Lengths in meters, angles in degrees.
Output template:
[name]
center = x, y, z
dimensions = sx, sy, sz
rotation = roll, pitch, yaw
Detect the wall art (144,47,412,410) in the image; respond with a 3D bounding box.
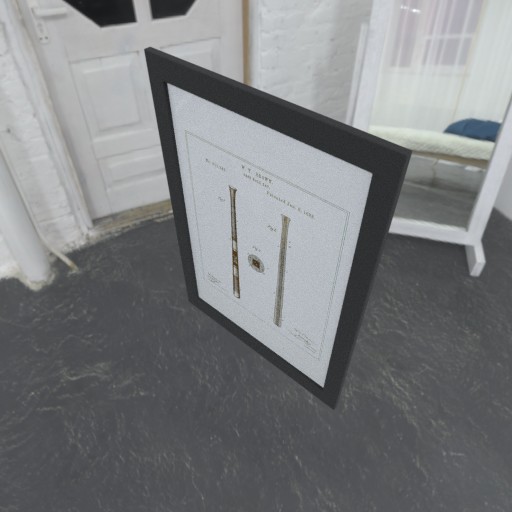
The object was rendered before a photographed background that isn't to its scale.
[wall art]
center = 0.000, 0.000, 0.683
dimensions = 0.374, 0.529, 0.012
rotation = 32, 54, 27
